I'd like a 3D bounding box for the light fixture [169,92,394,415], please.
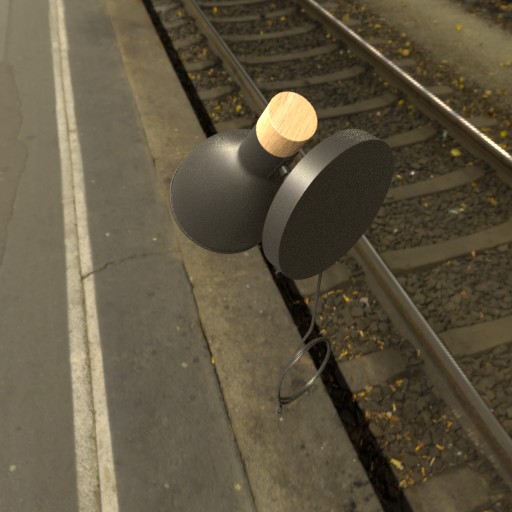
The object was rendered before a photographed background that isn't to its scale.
[{"bbox_3d":[0.000,0.000,0.492,0.127,0.401,0.203,-31,54,-26],"label":"light fixture"}]
